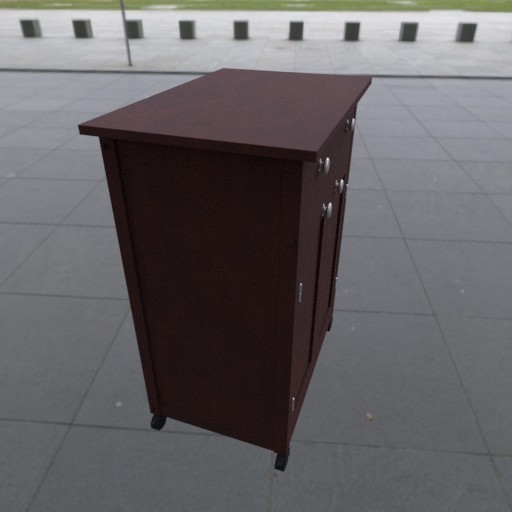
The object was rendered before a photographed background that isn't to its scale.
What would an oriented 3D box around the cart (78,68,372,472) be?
[{"bbox_3d":[0.000,0.000,1.240,0.442,0.864,0.683,11,33,17],"label":"cart"}]
